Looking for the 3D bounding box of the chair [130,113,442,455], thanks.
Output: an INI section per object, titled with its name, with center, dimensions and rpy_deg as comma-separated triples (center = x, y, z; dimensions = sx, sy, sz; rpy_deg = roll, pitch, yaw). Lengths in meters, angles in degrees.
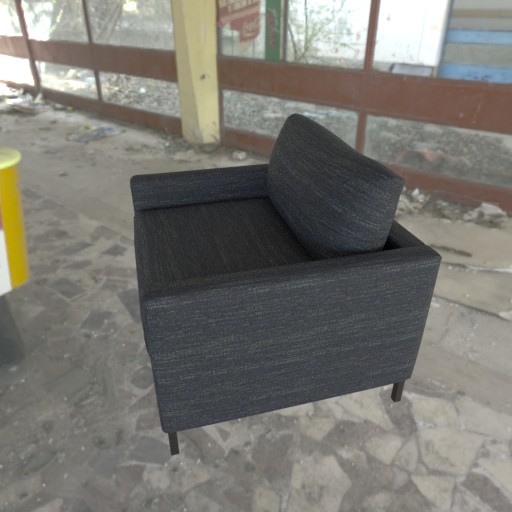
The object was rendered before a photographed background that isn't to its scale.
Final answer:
[chair]
center = 0.000, 0.000, 1.649
dimensions = 0.866, 0.861, 0.963
rpy_deg = -8, 31, -14
